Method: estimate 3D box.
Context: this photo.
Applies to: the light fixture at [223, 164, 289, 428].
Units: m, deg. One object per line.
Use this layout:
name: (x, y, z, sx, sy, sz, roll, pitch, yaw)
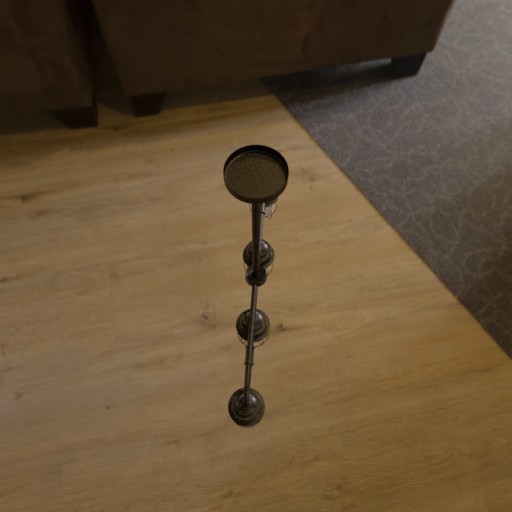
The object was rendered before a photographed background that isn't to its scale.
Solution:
light fixture: (0.000, 0.000, 1.237, 0.131, 0.785, 0.852, 4, 64, 2)
